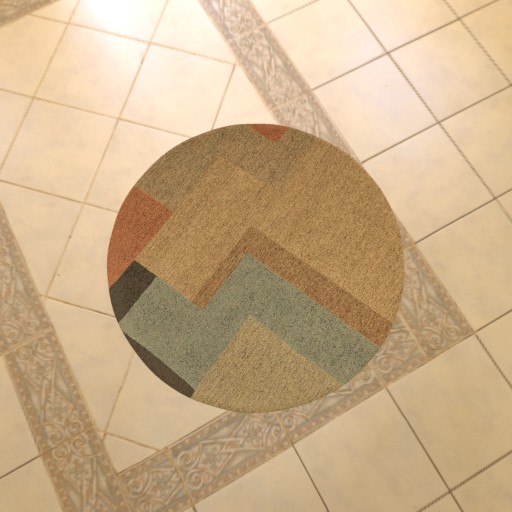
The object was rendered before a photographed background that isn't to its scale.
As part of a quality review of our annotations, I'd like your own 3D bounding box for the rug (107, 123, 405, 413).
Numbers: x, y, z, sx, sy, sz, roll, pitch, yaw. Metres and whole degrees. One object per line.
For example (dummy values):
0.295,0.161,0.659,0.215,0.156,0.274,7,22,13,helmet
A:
0.000,0.000,3.670,2.461,0.033,2.461,0,76,0,rug
